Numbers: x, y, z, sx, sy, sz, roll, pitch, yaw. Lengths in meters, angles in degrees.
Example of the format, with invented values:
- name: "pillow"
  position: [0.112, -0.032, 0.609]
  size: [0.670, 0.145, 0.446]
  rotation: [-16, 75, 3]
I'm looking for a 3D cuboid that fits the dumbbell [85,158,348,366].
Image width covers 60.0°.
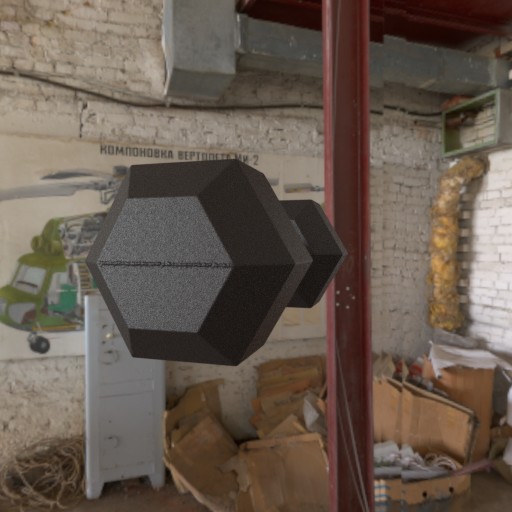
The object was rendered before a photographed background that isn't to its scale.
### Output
- name: "dumbbell"
  position: [0.000, 0.000, 0.417]
  size: [0.141, 0.123, 0.356]
  rotation: [0, 2, 17]
